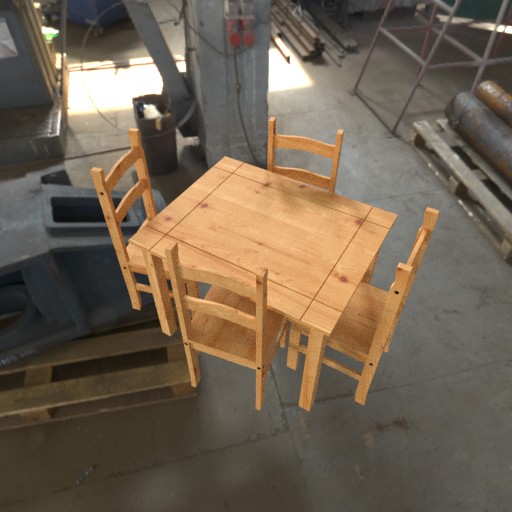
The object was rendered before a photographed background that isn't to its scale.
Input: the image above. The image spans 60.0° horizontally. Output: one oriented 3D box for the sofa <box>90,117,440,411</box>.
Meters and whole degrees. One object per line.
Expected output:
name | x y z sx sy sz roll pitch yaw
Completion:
sofa | 0.000 0.000 2.298 1.529 1.000 1.144 23 50 21
